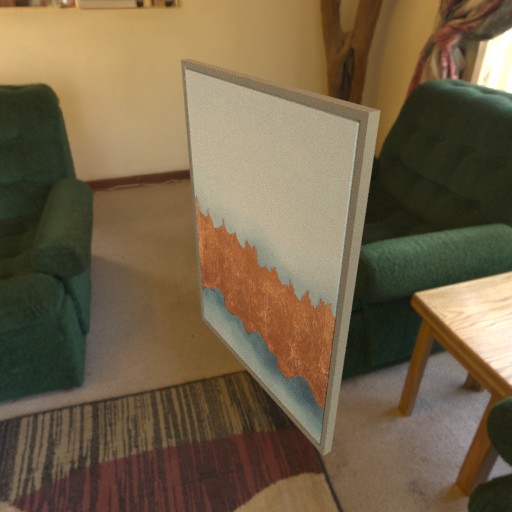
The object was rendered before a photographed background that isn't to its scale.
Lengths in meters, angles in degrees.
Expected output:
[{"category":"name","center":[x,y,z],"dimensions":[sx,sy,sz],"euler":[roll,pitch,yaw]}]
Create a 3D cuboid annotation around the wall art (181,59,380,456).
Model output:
[{"category":"wall art","center":[0.000,0.000,1.382],"dimensions":[0.034,1.042,0.789],"euler":[-20,37,-29]}]
